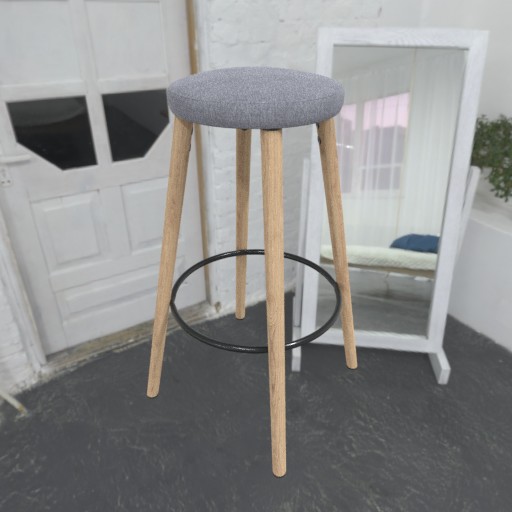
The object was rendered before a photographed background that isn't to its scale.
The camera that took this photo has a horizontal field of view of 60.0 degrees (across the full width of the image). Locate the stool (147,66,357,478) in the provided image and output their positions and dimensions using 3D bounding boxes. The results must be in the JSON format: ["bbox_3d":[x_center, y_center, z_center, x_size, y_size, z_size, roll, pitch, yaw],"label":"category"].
[{"bbox_3d":[0.000,0.000,0.988,0.410,0.770,0.410,19,36,29],"label":"stool"}]
